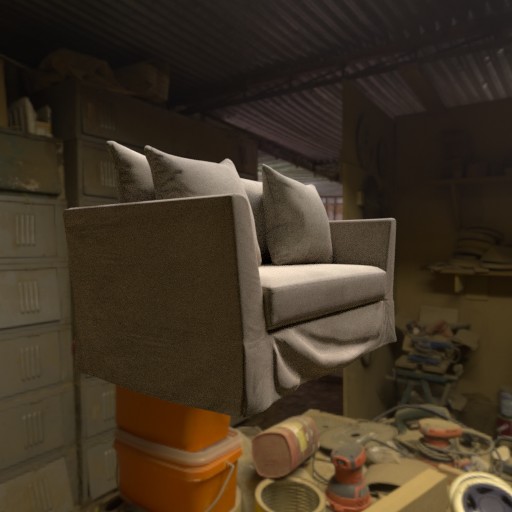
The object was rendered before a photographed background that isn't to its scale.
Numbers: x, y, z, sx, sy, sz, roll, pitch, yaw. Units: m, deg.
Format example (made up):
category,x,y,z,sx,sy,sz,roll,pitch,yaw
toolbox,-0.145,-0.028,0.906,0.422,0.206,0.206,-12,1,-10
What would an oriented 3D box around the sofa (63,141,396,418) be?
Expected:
category,x,y,z,sx,sy,sz,roll,pitch,yaw
sofa,0.000,0.000,2.332,1.035,1.040,1.608,1,1,36
